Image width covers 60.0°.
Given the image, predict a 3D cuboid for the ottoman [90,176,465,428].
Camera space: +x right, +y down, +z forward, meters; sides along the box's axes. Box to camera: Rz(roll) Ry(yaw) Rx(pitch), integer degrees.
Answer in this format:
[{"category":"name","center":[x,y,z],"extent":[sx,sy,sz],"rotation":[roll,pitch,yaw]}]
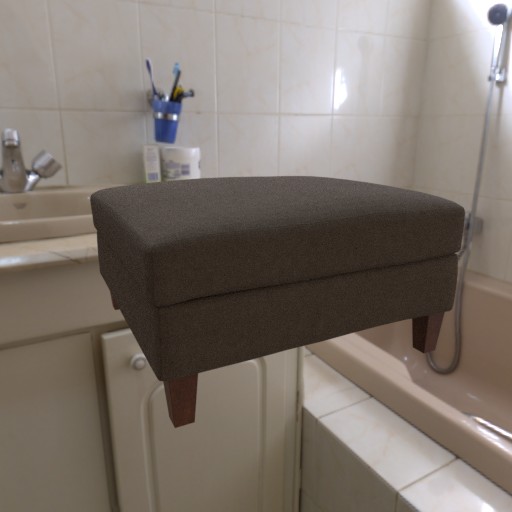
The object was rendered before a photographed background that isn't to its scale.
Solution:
[{"category":"ottoman","center":[0.000,0.000,1.413],"extent":[0.881,0.482,0.861],"rotation":[-8,18,-26]}]
